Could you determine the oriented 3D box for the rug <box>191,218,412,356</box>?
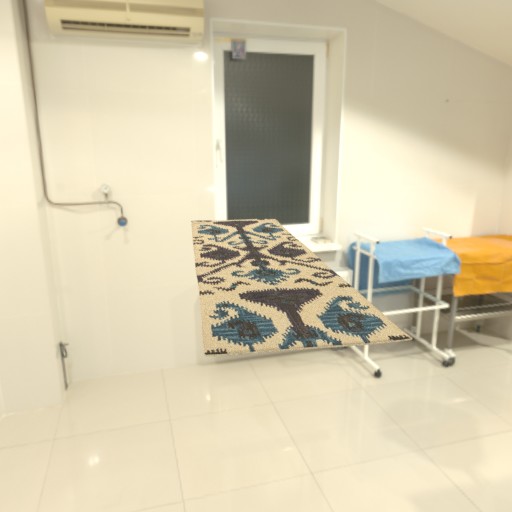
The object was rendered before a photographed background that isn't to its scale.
[{"bbox_3d":[0.000,0.000,2.513,0.692,0.017,2.301,-2,15,-9],"label":"rug"}]
